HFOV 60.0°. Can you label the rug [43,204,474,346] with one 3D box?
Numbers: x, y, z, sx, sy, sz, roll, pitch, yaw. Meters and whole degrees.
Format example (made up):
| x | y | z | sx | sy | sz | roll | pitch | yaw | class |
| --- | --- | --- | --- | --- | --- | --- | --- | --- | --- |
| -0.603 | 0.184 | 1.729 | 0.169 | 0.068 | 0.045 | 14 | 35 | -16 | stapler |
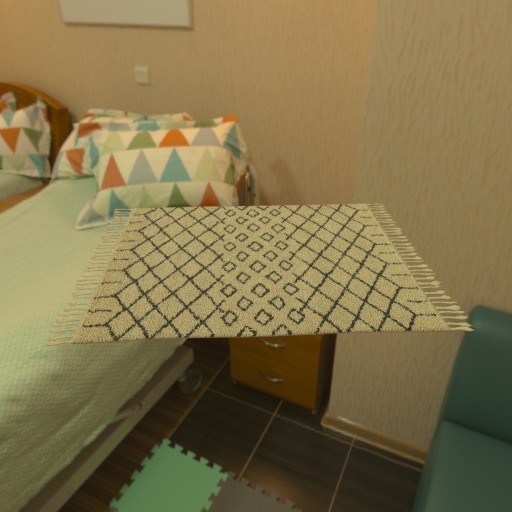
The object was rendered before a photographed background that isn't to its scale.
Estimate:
| x | y | z | sx | sy | sz | roll | pitch | yaw | class |
| --- | --- | --- | --- | --- | --- | --- | --- | --- | --- |
| 0.000 | 0.000 | 4.275 | 3.213 | 0.030 | 2.388 | -1 | 30 | -3 | rug |
